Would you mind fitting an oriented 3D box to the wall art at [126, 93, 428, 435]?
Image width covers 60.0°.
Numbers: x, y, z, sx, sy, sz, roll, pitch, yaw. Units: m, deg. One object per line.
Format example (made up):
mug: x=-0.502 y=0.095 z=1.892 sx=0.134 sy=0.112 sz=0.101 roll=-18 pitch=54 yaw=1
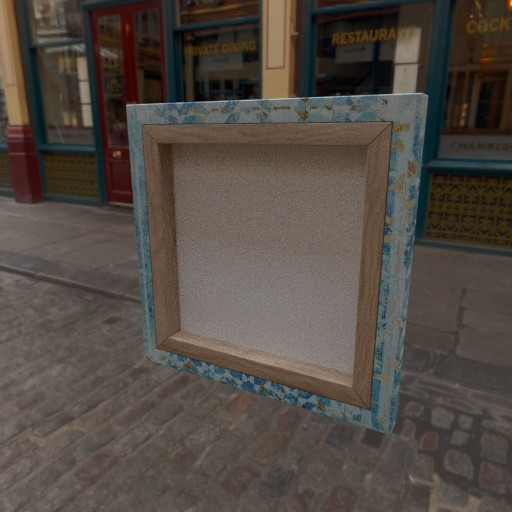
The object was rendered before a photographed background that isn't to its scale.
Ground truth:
wall art: x=0.000 y=0.000 z=0.612 sx=0.405 sy=0.405 sz=0.037 roll=8 pitch=18 yaw=28
